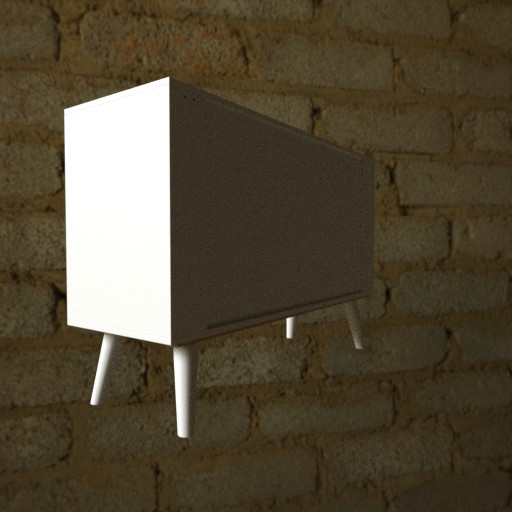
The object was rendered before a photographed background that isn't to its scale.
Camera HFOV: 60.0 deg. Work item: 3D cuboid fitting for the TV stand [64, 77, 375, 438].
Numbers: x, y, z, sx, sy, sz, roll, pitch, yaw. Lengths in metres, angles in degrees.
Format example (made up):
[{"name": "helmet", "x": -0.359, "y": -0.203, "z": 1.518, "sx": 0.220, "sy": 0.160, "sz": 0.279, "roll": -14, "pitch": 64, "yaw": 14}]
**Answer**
[{"name": "TV stand", "x": 0.000, "y": 0.000, "z": 1.567, "sx": 0.406, "sy": 0.812, "sz": 1.193, "roll": 1, "pitch": 2, "yaw": 36}]
